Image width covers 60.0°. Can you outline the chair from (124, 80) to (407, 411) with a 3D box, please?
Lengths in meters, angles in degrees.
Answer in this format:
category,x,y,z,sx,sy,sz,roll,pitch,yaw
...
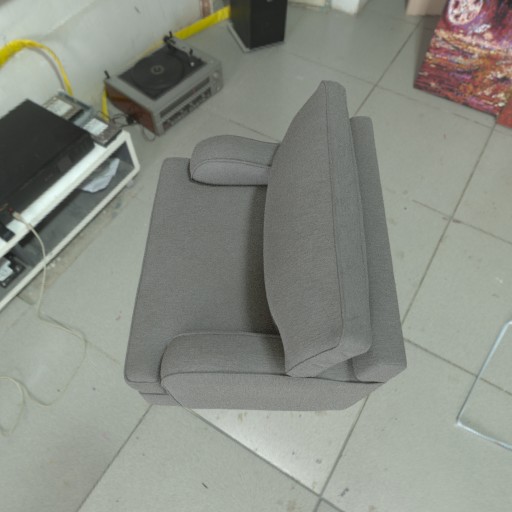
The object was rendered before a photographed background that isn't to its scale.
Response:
category,x,y,z,sx,sy,sz,roll,pitch,yaw
chair,0.000,0.000,2.018,1.041,1.016,1.220,2,59,1
